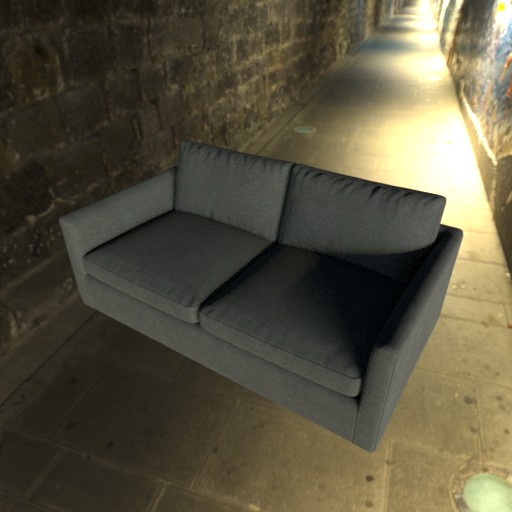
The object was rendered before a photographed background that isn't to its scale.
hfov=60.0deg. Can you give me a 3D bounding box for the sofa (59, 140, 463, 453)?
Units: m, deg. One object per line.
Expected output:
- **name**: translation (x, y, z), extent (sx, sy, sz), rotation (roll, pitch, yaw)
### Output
- **sofa**: translation (0.000, 0.000, 2.480), extent (1.909, 0.845, 1.091), rotation (19, 36, 28)
